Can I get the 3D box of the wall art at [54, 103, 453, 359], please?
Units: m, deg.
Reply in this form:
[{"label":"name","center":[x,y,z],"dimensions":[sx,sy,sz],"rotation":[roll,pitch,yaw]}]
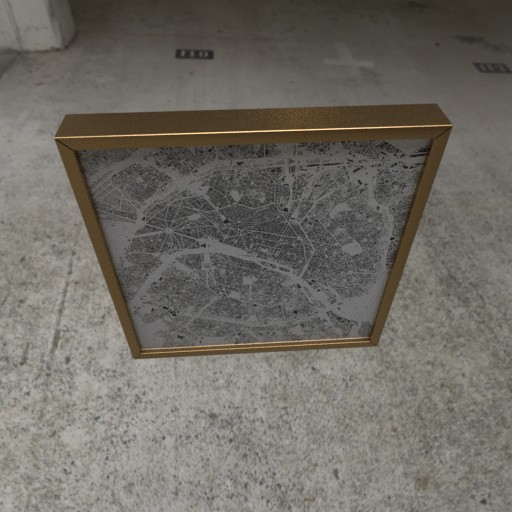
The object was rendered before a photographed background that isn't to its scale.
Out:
[{"label":"wall art","center":[0.000,0.000,0.457],"dimensions":[0.305,0.305,0.037],"rotation":[-3,45,-3]}]
